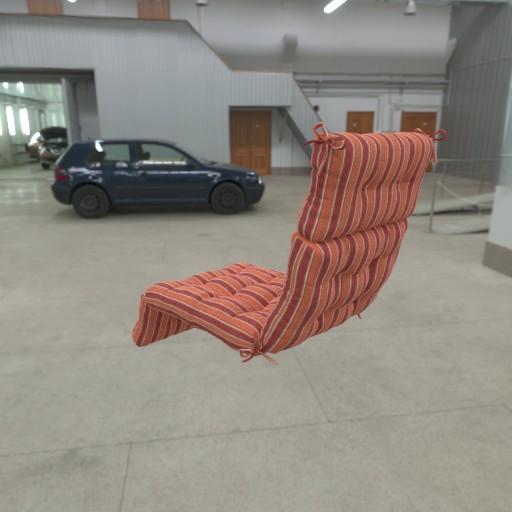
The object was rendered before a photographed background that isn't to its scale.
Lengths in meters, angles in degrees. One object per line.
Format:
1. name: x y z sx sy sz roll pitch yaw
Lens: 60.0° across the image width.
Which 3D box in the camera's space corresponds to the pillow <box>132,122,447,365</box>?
1. pillow: 0.000 0.000 1.523 0.526 0.863 1.016 -15 21 -42
